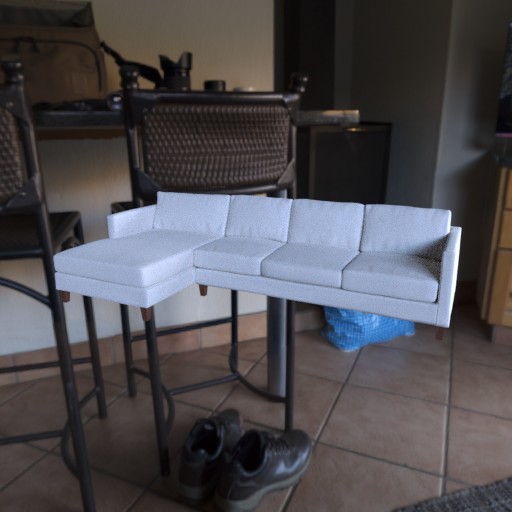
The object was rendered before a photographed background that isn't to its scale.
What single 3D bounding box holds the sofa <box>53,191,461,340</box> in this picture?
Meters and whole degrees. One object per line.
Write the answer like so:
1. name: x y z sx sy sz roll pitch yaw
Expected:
1. sofa: 0.000 0.000 3.864 3.186 0.861 1.625 8 17 25
